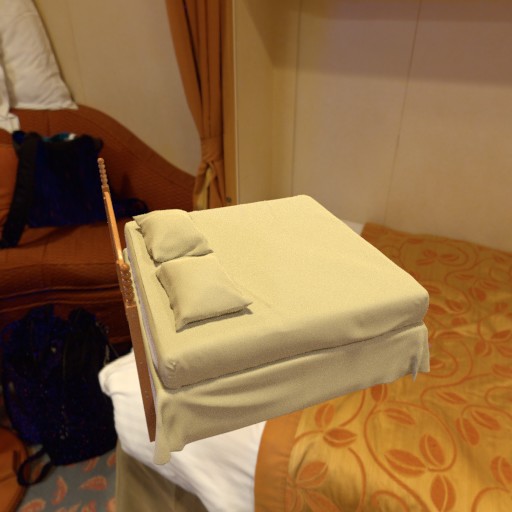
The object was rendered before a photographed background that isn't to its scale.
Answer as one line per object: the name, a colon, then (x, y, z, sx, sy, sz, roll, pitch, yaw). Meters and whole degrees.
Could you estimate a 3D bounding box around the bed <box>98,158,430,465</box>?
bed: (0.000, 0.000, 3.688, 2.219, 1.355, 2.322, -11, 32, -18)
